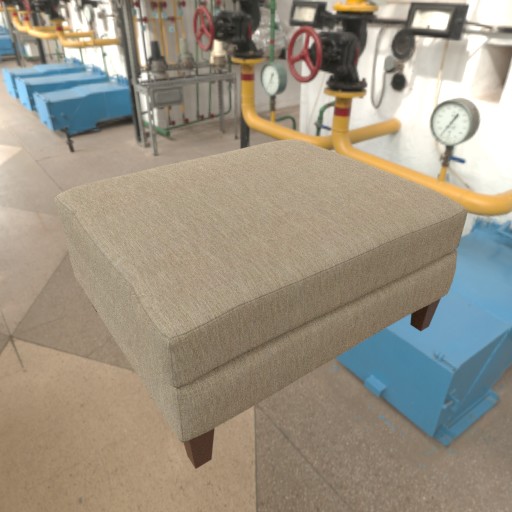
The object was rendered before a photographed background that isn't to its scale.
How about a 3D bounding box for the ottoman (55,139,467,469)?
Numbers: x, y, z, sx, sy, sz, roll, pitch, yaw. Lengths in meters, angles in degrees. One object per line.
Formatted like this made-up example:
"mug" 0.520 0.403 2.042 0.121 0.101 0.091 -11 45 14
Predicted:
"ottoman" 0.000 0.000 1.416 0.976 0.492 0.836 -20 37 -29
